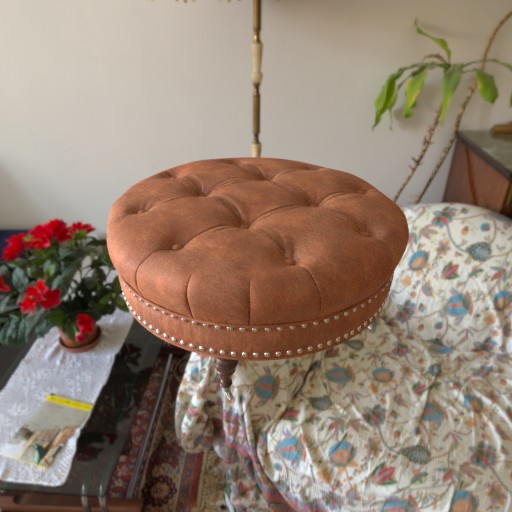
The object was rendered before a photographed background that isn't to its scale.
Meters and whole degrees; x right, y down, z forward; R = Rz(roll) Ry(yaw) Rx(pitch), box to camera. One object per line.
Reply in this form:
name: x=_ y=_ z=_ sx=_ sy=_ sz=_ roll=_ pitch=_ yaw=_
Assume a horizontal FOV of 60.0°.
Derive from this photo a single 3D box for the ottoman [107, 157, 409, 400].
ottoman: x=0.000 y=0.000 z=1.424 sx=0.901 sy=0.444 sz=0.901 roll=0 pitch=30 yaw=0
